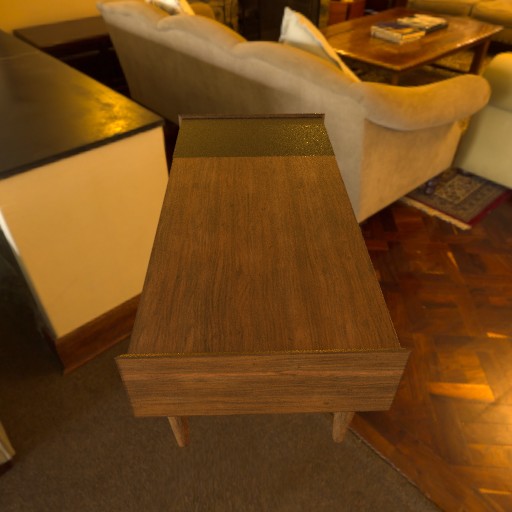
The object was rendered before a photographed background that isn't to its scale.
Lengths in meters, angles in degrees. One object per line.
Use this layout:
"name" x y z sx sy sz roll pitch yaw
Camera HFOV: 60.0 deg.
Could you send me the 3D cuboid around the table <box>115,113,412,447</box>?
"table" 0.000 0.000 1.538 0.610 0.508 1.221 -1 40 -1
